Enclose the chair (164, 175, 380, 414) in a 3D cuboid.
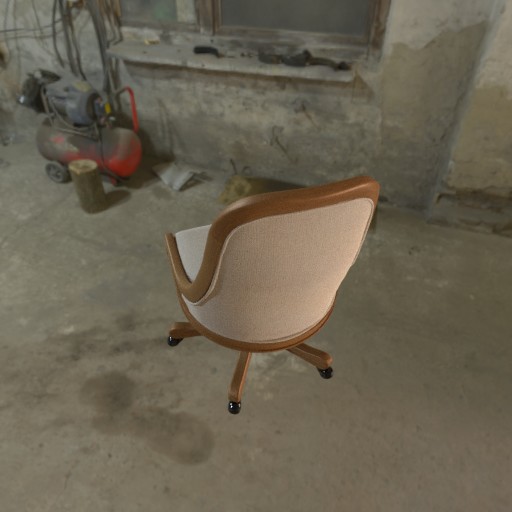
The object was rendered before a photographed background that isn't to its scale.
[{"bbox_3d":[0.000,0.000,1.537,0.702,1.009,0.811,-12,42,-14],"label":"chair"}]
